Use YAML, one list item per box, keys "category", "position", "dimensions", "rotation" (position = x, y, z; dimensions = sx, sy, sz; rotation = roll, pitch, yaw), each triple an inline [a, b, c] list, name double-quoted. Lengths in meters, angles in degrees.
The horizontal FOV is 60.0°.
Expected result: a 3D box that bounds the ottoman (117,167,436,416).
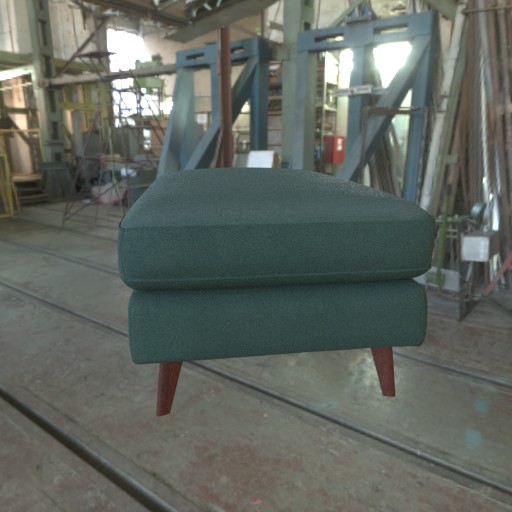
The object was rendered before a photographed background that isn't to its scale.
- category: "ottoman"
  position: [0.000, 0.000, 1.193]
  dimensions: [0.608, 0.449, 0.811]
  rotation: [-2, 15, -8]
